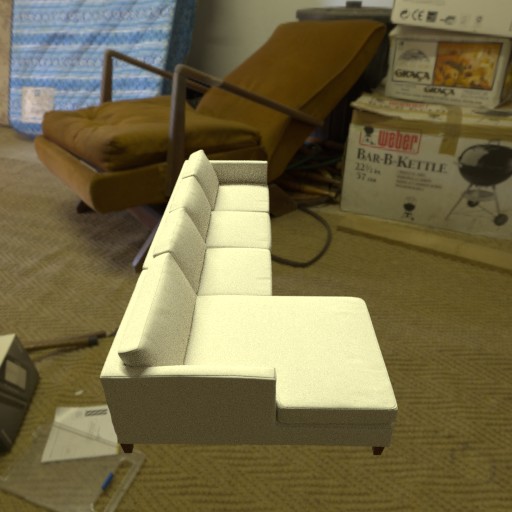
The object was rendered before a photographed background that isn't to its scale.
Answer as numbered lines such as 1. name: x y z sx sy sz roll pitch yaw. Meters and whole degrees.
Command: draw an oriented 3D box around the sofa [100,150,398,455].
1. sofa: 0.000 0.000 3.764 1.625 0.846 3.186 0 33 0
